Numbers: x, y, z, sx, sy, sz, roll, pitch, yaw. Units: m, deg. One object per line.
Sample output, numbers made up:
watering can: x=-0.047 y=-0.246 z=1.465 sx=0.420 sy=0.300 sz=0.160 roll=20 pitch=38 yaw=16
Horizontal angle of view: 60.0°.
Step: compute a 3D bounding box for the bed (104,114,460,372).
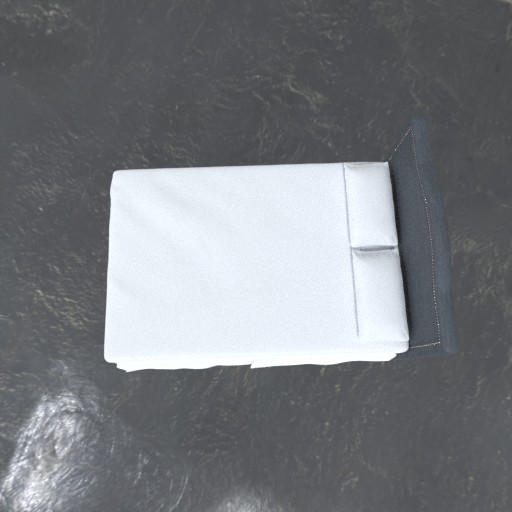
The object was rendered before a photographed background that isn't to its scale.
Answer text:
bed: x=0.000 y=0.000 z=3.562 sx=2.507 sy=1.441 sz=1.747 roll=-2 pitch=76 yaw=0
